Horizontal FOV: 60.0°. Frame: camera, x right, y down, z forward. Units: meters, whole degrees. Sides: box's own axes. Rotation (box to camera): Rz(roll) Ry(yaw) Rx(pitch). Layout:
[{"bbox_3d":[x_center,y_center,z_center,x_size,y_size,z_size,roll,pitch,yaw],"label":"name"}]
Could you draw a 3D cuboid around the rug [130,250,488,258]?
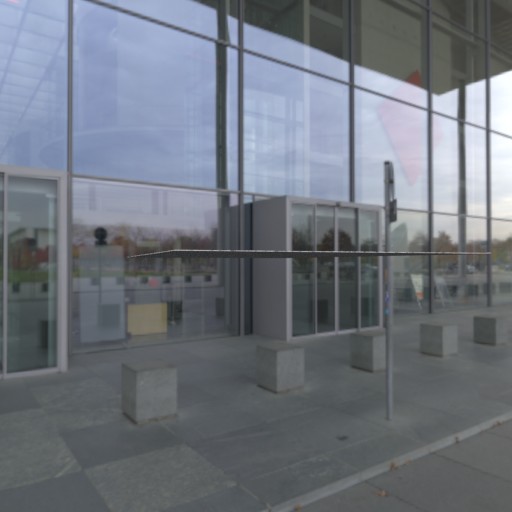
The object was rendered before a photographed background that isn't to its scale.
[{"bbox_3d":[0.000,0.000,3.010,1.524,0.005,2.439,0,-1,-20],"label":"rug"}]
